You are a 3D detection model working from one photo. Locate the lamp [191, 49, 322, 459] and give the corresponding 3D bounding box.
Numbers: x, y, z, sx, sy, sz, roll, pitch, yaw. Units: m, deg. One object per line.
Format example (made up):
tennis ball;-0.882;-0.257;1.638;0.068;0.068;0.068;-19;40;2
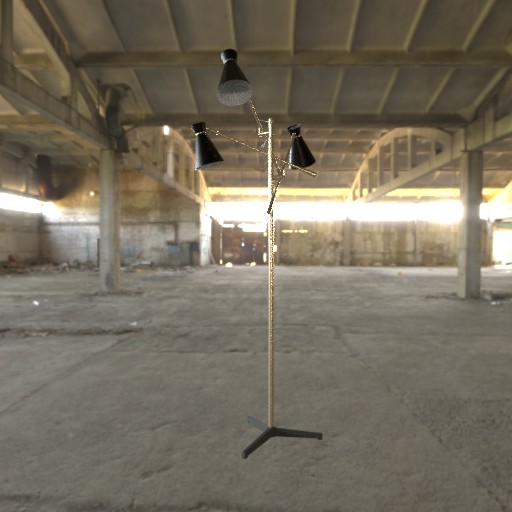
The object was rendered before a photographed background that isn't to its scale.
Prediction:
lamp;0.000;0.000;2.190;0.653;1.804;0.750;0;1;2
